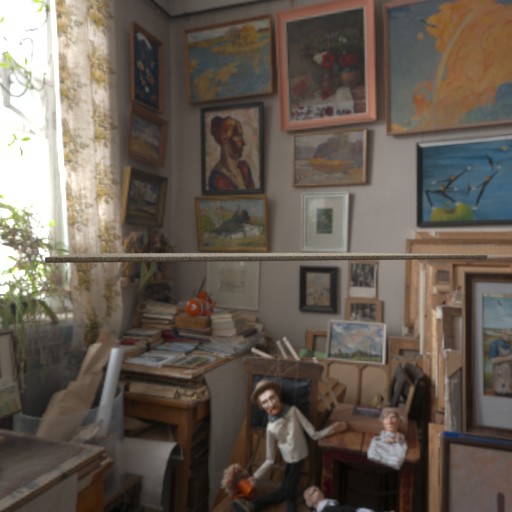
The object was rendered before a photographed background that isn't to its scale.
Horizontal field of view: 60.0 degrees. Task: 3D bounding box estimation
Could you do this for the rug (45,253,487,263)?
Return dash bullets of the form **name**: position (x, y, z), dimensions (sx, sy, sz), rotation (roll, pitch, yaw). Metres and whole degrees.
- **rug**: position (0.000, 0.000, 2.931), dimensions (2.346, 0.025, 1.500), rotation (0, 1, -18)
